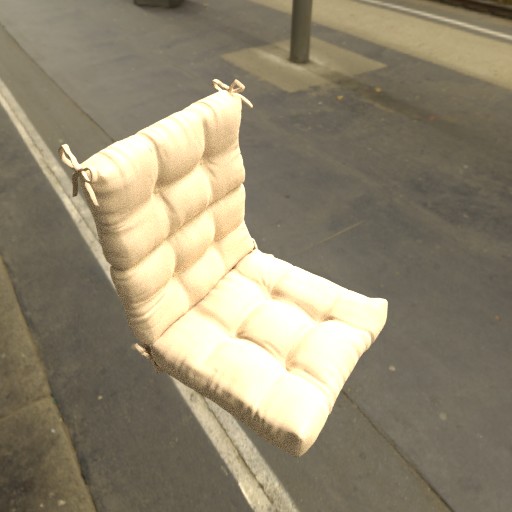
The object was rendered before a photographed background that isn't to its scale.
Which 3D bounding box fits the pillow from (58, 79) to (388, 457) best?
[{"bbox_3d":[0.000,0.000,1.027,0.571,0.605,0.519,24,47,25],"label":"pillow"}]
